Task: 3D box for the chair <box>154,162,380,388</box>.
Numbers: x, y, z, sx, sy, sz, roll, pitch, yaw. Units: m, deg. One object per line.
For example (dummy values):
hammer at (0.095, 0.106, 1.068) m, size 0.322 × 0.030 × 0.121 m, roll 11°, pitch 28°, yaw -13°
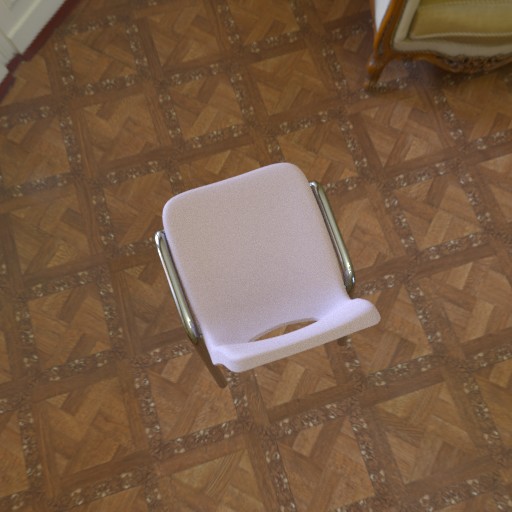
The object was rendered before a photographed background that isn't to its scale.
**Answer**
chair at (0.000, 0.000, 0.847) m, size 0.354 × 0.586 × 0.423 m, roll -18°, pitch 76°, yaw -5°
